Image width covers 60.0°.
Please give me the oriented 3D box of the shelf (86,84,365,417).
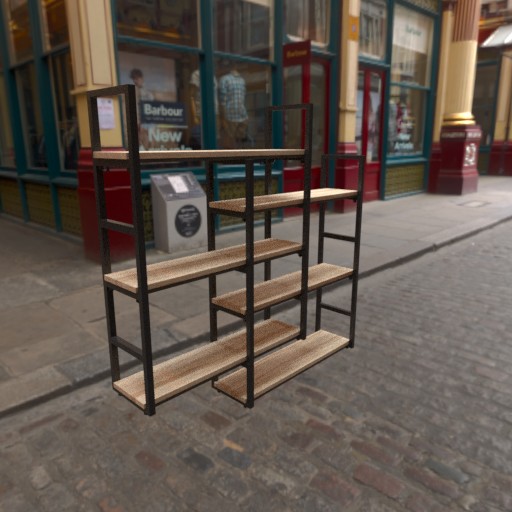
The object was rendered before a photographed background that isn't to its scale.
[{"bbox_3d":[0.000,0.000,1.398,0.183,0.921,0.946,13,19,42],"label":"shelf"}]
